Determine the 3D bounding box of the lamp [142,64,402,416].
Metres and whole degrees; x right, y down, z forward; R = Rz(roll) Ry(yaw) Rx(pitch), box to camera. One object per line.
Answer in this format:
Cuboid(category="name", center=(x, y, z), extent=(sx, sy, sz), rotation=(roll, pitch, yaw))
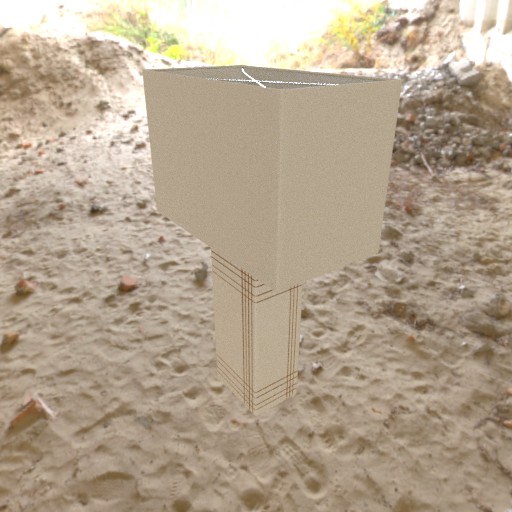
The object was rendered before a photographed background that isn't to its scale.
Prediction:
Cuboid(category="lamp", center=(0.000, 0.000, 0.710), extent=(0.182, 0.543, 0.334), rotation=(-18, 32, -32))
